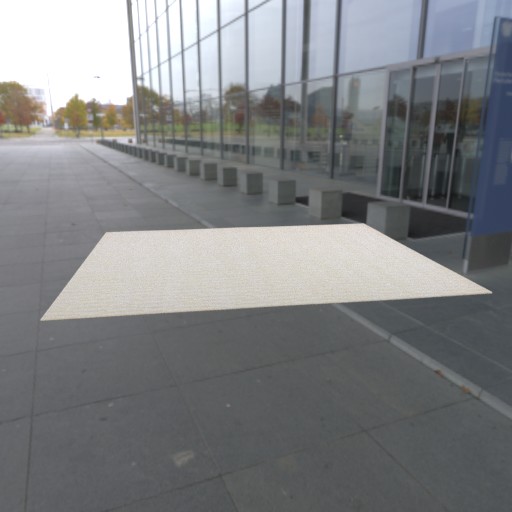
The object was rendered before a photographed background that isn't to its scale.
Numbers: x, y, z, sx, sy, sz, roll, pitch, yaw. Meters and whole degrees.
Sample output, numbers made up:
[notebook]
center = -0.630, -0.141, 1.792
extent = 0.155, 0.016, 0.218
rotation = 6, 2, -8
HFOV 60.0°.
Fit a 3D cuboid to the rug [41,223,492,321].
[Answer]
[rug]
center = 0.000, 0.000, 4.086
extent = 3.055, 0.021, 2.410
rotation = -2, 16, -8
